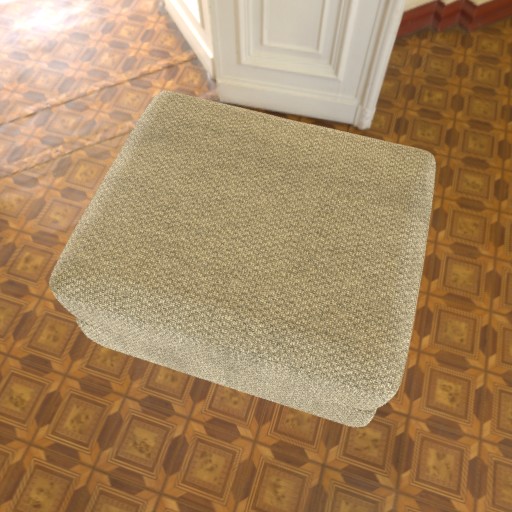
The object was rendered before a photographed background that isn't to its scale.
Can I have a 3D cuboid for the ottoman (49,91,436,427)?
[{"bbox_3d":[0.000,0.000,1.117,0.751,0.476,0.603,16,64,8],"label":"ottoman"}]
